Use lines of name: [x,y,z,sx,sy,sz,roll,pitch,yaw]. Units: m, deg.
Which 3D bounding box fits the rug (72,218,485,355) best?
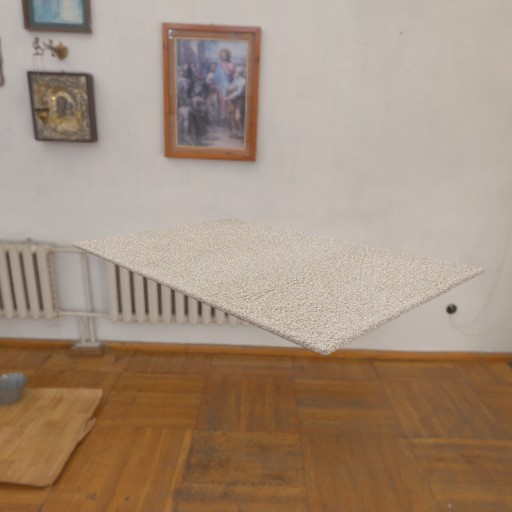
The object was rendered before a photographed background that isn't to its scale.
rug: [0.000,0.000,3.434,1.778,0.030,2.743,-14,20,-41]
